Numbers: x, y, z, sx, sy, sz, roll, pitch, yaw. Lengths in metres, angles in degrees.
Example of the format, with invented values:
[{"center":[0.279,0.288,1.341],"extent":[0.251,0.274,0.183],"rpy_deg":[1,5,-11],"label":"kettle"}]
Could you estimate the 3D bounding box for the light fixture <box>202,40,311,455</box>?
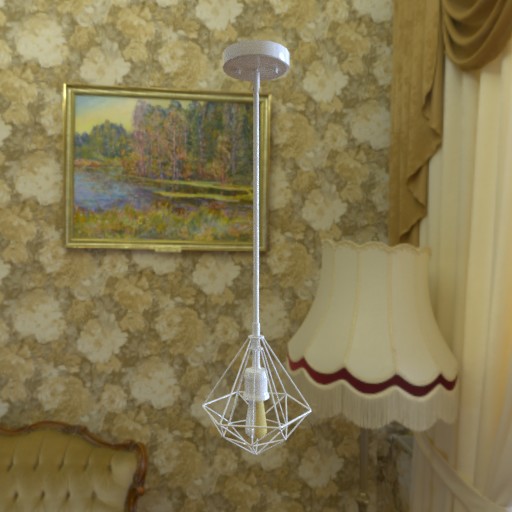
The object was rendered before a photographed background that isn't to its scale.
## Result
[{"center":[0.000,0.000,1.960],"extent":[0.431,1.764,0.487],"rpy_deg":[0,1,37],"label":"light fixture"}]
